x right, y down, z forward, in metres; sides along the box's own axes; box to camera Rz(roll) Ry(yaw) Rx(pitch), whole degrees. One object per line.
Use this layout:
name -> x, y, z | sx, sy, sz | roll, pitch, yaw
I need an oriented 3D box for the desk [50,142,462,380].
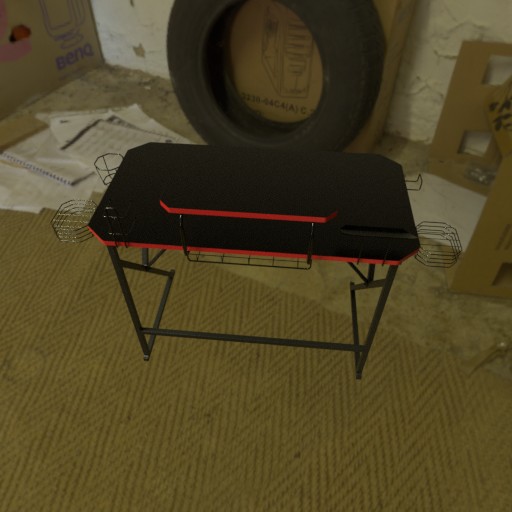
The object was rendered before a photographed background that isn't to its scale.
desk -> 0.000, 0.000, 1.710 | 1.280, 0.913, 0.588 | 4, 46, 4
